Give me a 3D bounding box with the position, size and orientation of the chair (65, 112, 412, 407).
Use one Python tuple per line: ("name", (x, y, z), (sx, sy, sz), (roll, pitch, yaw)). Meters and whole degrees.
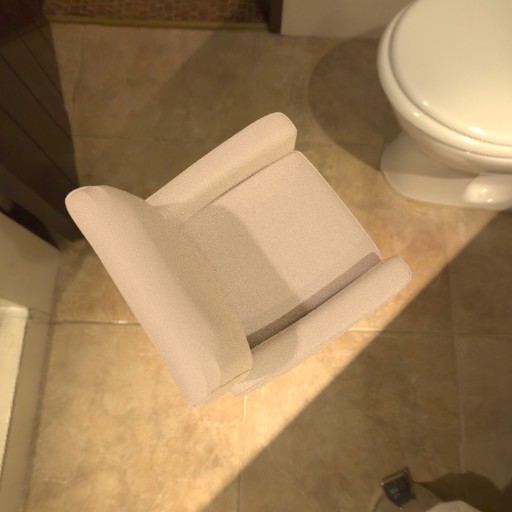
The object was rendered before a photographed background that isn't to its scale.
("chair", (0.000, 0.000, 1.672), (0.858, 1.028, 0.841), (-34, 78, -8))
